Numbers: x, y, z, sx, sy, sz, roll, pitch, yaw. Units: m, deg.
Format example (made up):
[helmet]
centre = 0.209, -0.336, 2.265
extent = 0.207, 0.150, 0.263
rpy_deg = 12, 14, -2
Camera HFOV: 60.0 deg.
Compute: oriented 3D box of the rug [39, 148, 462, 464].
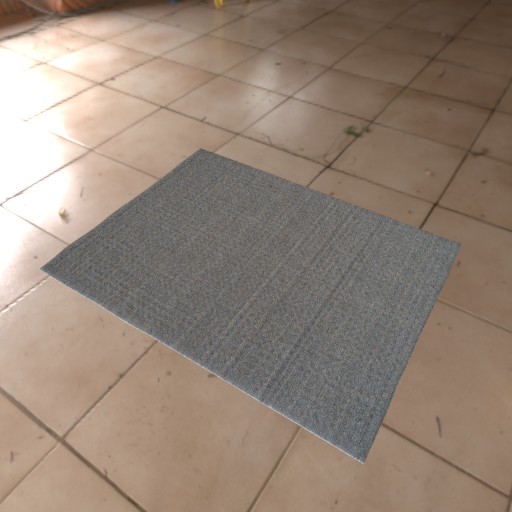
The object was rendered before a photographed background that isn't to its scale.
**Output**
[rug]
centre = 0.000, 0.000, 4.181
extent = 3.200, 0.007, 2.443
rpy_deg = 24, 50, 22
